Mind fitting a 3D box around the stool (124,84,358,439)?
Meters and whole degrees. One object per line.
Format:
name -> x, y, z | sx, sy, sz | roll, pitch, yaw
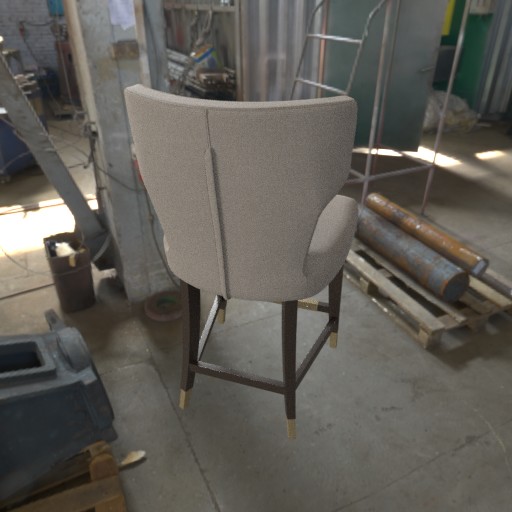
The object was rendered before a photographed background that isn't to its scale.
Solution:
stool -> 0.000, 0.000, 1.306 | 0.527, 0.982, 0.563 | 10, 32, 16
